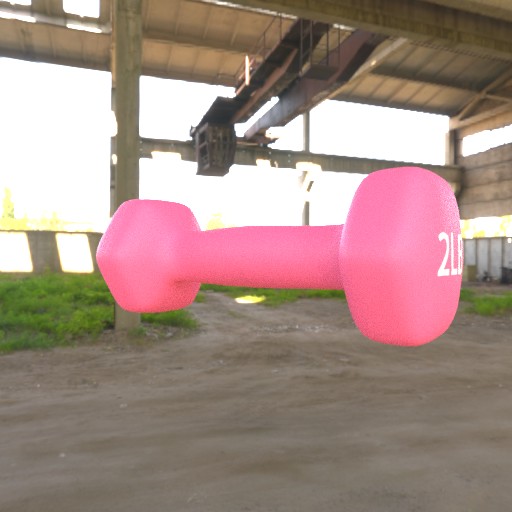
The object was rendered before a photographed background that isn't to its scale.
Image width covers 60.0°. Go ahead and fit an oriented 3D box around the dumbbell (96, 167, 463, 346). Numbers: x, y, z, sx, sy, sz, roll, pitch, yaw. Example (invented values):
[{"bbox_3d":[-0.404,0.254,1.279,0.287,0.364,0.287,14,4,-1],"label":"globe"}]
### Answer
[{"bbox_3d":[0.000,0.000,0.174,0.146,0.053,0.058,0,0,38],"label":"dumbbell"}]
